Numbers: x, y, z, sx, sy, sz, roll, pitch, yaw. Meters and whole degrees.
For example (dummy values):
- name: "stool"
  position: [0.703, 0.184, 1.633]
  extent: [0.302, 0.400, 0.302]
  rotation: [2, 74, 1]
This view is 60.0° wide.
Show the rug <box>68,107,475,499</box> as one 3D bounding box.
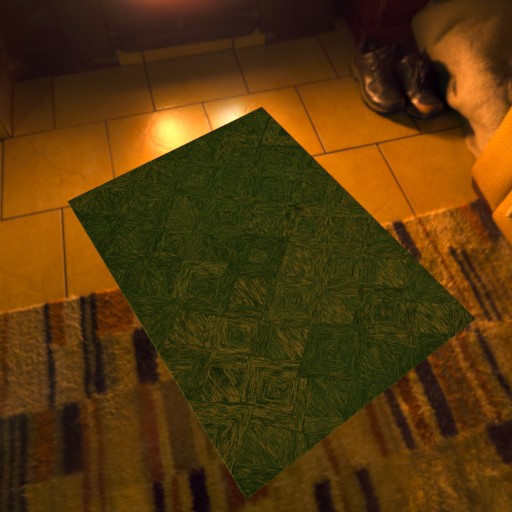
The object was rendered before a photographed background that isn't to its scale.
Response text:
- name: "rug"
  position: [0.000, 0.000, 4.164]
  extent: [2.405, 0.027, 3.217]
  rotation: [-31, 65, -17]
